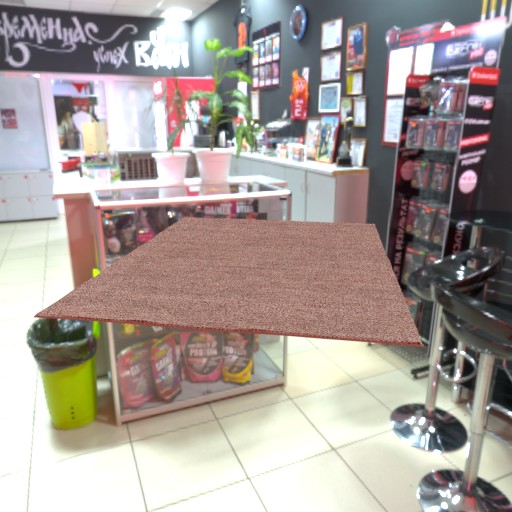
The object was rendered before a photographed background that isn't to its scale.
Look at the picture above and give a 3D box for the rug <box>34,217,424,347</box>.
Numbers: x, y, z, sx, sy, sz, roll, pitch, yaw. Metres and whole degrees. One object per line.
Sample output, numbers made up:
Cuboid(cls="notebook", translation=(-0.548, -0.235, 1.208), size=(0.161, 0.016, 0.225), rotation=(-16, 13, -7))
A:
Cuboid(cls="rug", translation=(0.000, 0.000, 4.125), size=(2.429, 0.030, 3.052), rotation=(3, 17, 9))
